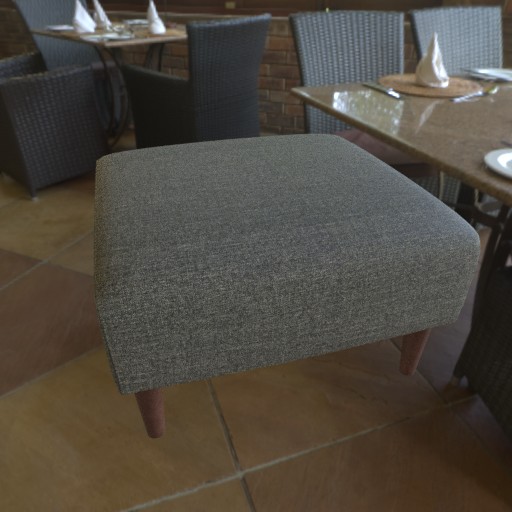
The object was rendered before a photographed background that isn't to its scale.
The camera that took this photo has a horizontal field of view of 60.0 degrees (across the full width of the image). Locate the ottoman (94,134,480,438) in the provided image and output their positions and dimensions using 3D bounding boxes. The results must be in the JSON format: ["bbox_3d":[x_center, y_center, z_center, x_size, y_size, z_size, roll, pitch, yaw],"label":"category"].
[{"bbox_3d":[0.000,0.000,1.022,0.655,0.399,0.648,-9,33,-14],"label":"ottoman"}]
